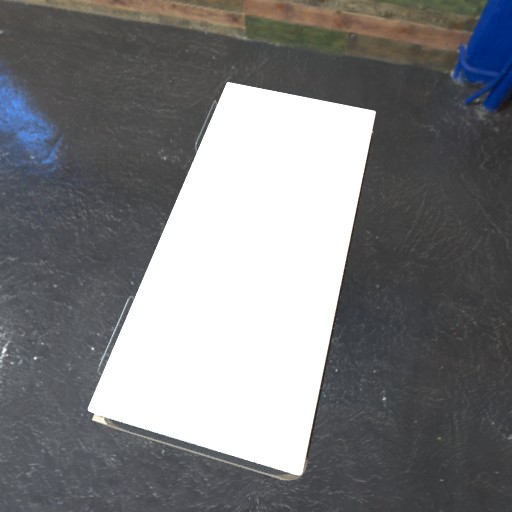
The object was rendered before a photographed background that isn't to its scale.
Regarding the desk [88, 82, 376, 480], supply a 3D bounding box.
[{"bbox_3d":[0.000,0.000,2.257,0.900,0.455,1.900,14,64,7],"label":"desk"}]
